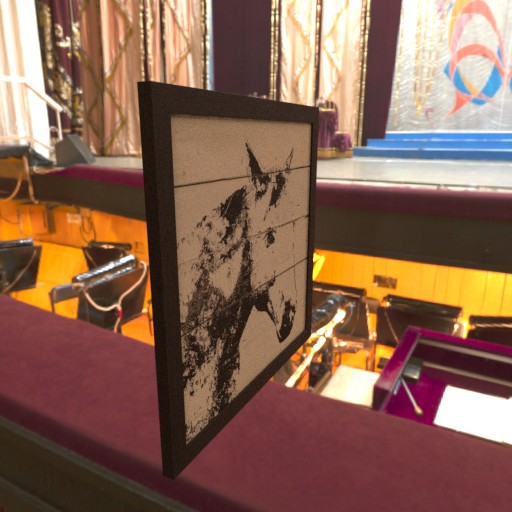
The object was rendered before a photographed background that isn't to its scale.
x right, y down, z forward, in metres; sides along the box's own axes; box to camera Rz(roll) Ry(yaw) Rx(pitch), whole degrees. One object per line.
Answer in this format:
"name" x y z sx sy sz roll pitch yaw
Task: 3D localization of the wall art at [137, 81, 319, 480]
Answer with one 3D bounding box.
"wall art" 0.000 0.000 1.512 0.038 1.016 1.016 8 17 27
